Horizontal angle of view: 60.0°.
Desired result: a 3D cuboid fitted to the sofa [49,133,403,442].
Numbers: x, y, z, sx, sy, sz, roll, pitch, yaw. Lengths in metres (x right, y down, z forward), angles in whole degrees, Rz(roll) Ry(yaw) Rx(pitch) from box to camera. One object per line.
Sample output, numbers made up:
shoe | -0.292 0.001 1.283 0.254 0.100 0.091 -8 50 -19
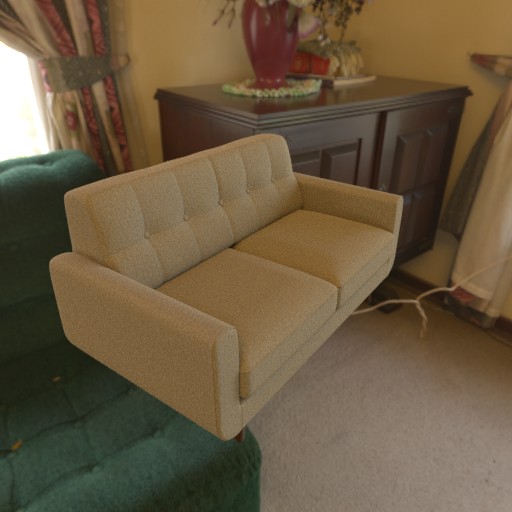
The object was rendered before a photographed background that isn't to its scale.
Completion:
sofa | 0.000 0.000 2.249 0.952 0.925 1.651 19 33 32
